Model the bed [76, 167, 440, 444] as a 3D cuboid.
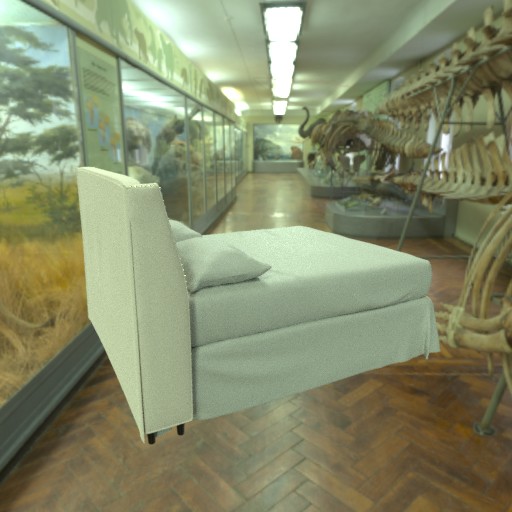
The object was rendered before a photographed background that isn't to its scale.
[{"bbox_3d":[0.000,0.000,3.374,2.276,1.332,1.925,-7,16,-27],"label":"bed"}]
